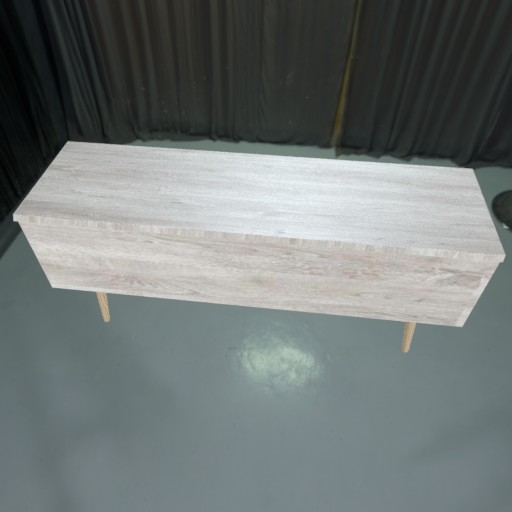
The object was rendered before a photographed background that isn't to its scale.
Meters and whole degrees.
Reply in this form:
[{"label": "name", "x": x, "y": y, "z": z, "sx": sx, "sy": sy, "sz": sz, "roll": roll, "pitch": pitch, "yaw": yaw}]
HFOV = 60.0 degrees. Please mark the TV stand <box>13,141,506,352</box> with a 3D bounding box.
[{"label": "TV stand", "x": 0.000, "y": 0.000, "z": 1.508, "sx": 1.313, "sy": 0.565, "sz": 0.401, "roll": 5, "pitch": 46, "yaw": 5}]
